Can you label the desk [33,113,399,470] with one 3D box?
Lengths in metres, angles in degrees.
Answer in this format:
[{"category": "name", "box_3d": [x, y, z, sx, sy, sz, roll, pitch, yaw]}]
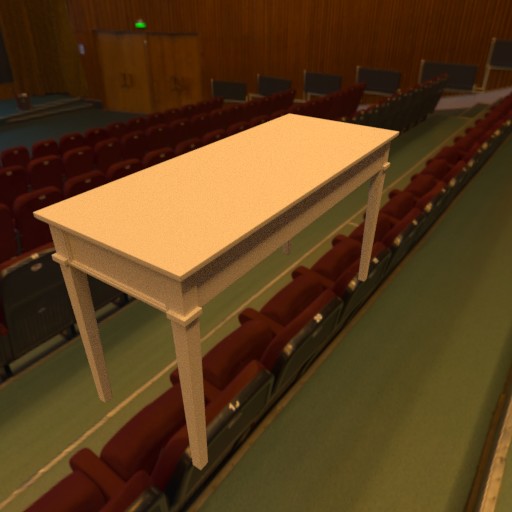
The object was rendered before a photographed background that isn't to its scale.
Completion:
[{"category": "desk", "box_3d": [0.000, 0.000, 1.780, 0.559, 0.774, 1.372, 20, 37, 29]}]
